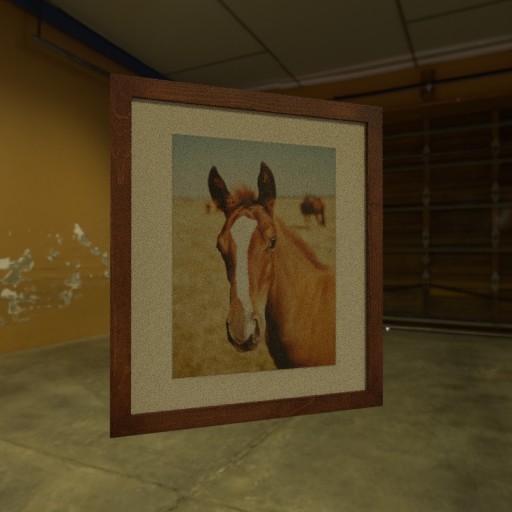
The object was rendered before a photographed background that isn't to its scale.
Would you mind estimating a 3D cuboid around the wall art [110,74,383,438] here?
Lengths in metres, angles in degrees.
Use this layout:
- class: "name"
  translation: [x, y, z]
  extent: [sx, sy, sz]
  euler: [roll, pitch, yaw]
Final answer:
- class: "wall art"
  translation: [0.000, 0.000, 0.528]
  extent: [0.330, 0.381, 0.030]
  euler: [0, 0, -18]
